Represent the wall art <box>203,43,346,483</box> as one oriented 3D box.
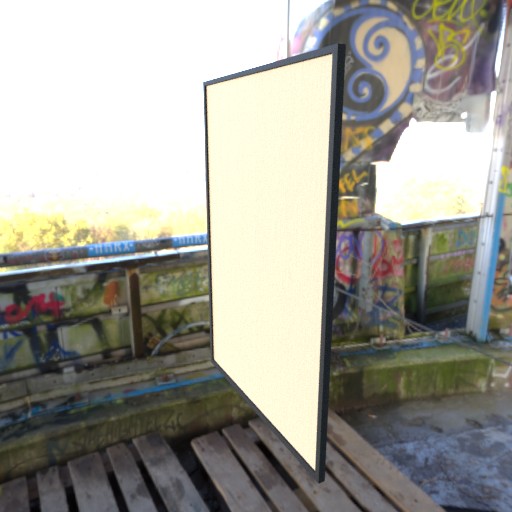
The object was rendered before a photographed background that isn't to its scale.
[{"bbox_3d":[0.000,0.000,0.837,0.013,0.660,0.460,-8,17,-27],"label":"wall art"}]
